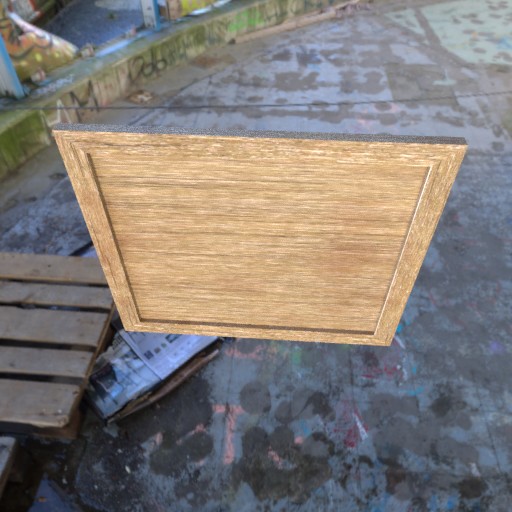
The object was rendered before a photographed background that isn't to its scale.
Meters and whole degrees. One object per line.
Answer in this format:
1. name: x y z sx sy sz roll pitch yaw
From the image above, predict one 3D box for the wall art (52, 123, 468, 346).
1. wall art: 0.000 0.000 0.953 0.690 0.588 0.026 3 46 3
